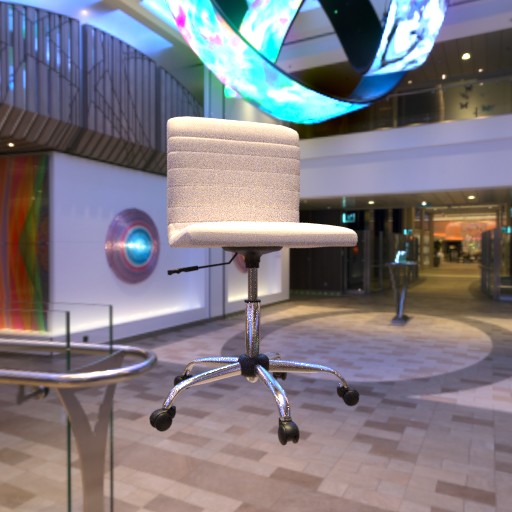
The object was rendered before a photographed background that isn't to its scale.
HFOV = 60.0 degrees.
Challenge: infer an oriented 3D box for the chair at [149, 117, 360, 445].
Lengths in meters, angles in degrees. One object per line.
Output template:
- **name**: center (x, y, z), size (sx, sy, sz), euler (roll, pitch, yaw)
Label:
- **chair**: center (0.000, 0.000, 1.083), size (0.520, 0.750, 0.455), euler (0, 1, -18)
